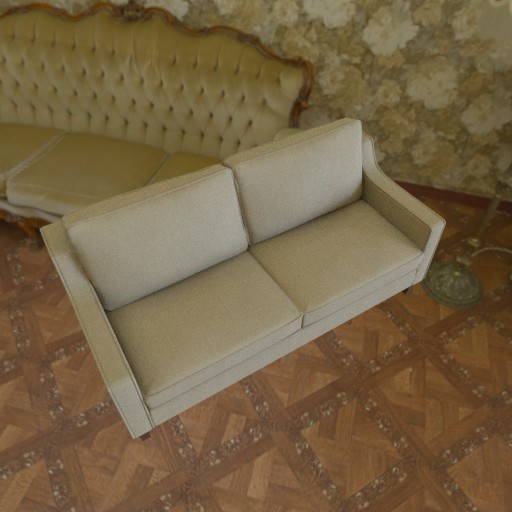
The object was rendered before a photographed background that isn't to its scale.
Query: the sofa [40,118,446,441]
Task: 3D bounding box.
[{"bbox_3d":[0.000,0.000,2.791,2.178,1.071,1.066,-24,51,-21],"label":"sofa"}]
